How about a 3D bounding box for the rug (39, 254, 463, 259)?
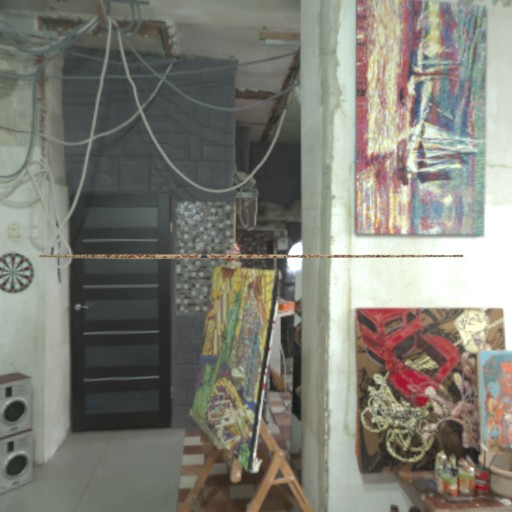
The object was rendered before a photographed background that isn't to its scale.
[{"bbox_3d":[0.000,0.000,2.301,1.838,0.013,1.226,0,0,-36],"label":"rug"}]
